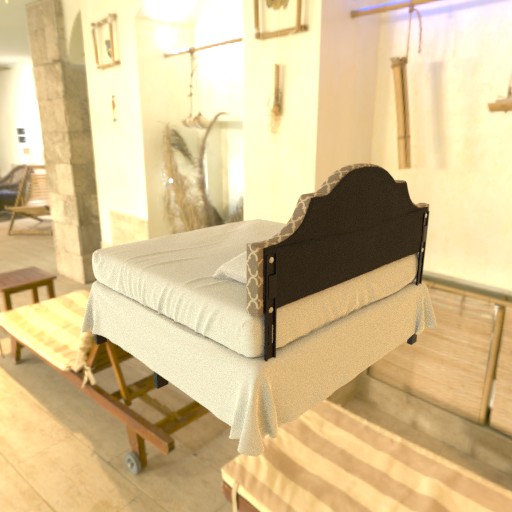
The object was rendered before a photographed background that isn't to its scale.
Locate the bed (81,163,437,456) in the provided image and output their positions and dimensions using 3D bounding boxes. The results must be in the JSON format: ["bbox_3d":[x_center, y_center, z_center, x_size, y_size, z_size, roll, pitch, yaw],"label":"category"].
[{"bbox_3d":[0.000,0.000,3.682,2.314,1.601,2.222,-15,22,-42],"label":"bed"}]
